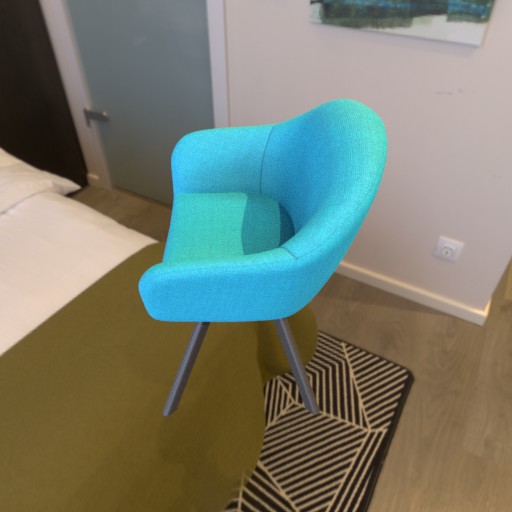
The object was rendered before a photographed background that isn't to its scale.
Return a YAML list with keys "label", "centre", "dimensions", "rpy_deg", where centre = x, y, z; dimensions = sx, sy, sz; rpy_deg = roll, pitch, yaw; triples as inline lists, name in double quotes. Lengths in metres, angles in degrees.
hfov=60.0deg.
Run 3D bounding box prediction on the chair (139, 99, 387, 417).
- label: "chair"
  centre: [0.000, 0.000, 1.200]
  dimensions: [0.550, 0.795, 0.590]
  rpy_deg: [-1, 42, -1]
